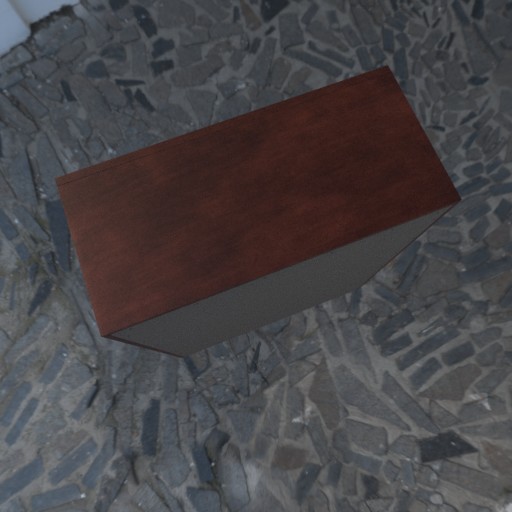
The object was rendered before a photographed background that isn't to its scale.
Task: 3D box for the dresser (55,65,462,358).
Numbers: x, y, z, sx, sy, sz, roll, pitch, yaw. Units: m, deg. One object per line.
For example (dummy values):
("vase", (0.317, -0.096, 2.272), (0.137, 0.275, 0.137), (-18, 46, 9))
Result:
("dresser", (0.000, 0.000, 2.012), (1.072, 1.514, 0.506), (-20, 76, -5))
